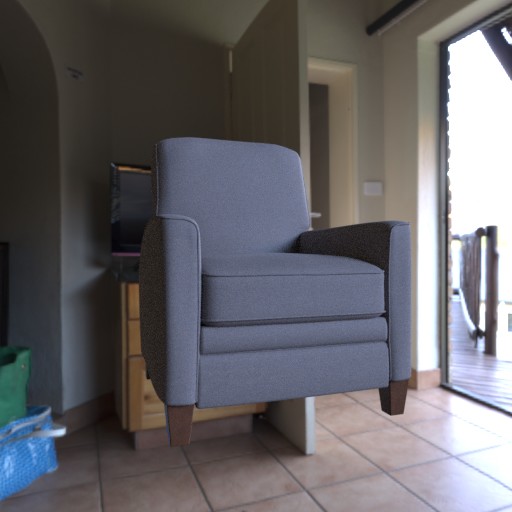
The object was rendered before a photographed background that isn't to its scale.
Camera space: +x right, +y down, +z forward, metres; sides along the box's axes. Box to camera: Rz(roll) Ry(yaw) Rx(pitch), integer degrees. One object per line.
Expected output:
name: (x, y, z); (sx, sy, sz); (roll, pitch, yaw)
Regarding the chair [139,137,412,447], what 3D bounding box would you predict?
chair: (0.000, 0.000, 1.668); (0.845, 1.023, 0.859); (0, 1, -19)
